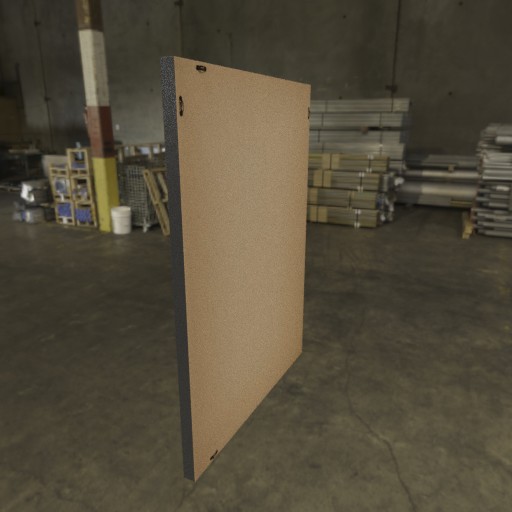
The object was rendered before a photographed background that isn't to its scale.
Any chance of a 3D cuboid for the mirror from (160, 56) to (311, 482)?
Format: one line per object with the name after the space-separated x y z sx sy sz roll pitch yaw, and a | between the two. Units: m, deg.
0.000 0.000 1.336 0.040 1.016 0.762 8 19 26 | mirror
